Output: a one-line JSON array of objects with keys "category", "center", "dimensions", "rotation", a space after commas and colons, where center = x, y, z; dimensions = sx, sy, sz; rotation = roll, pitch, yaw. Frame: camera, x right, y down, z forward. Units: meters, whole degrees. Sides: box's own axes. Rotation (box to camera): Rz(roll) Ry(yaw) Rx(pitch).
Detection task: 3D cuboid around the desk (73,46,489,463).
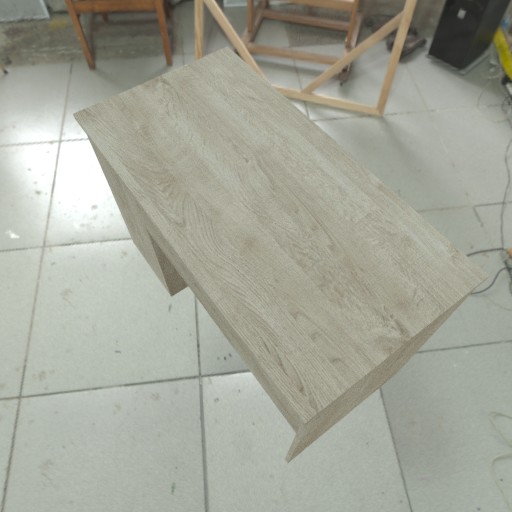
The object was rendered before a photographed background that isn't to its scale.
[{"category": "desk", "center": [0.000, 0.000, 1.495], "dimensions": [0.560, 0.730, 1.096], "rotation": [-32, 64, -18]}]
